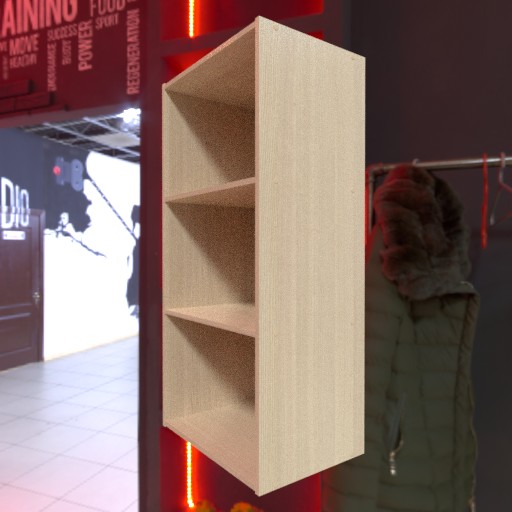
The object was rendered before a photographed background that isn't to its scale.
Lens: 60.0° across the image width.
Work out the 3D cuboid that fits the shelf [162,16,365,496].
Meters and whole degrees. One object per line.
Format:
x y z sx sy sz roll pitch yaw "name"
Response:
0.000 0.000 1.061 0.292 0.876 0.417 0 1 -36 "shelf"
